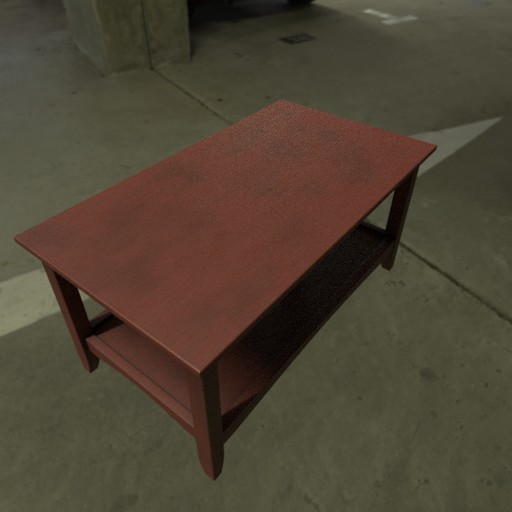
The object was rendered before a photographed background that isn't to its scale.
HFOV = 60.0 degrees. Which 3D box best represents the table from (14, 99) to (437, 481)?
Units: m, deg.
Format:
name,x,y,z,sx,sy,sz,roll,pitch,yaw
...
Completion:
name,x,y,z,sx,sy,sz,roll,pitch,yaw
table,0.000,0.000,1.216,0.533,0.456,0.943,27,48,28
